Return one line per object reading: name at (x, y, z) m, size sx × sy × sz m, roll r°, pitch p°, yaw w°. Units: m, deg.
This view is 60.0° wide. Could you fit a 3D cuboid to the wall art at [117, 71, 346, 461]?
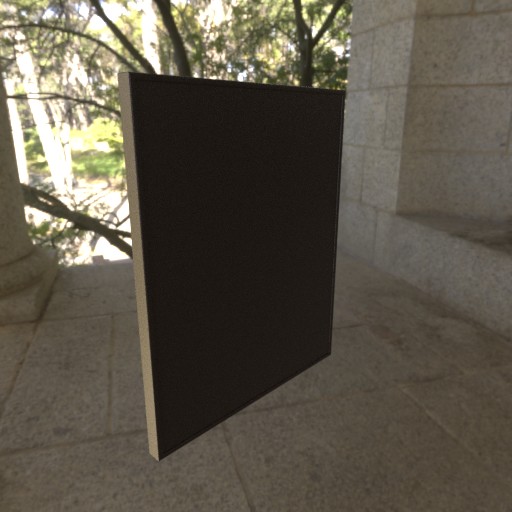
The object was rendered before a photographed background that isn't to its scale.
wall art at (0.000, 0.000, 0.758) m, size 0.028 × 0.551 × 0.451 m, roll 16°, pitch 23°, yaw 42°
